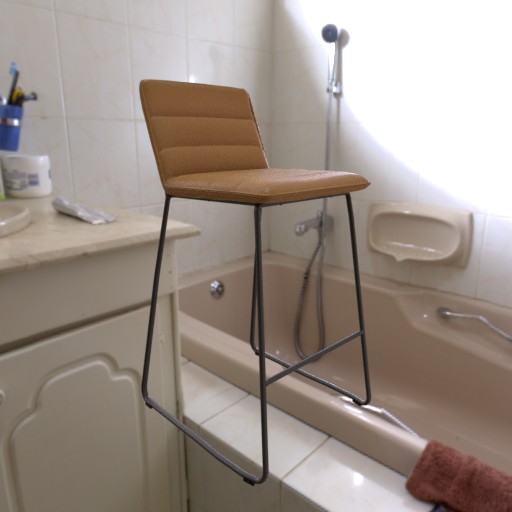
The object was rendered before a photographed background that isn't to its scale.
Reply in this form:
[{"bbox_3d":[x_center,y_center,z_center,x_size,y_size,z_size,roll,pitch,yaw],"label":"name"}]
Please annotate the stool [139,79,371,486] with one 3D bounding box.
[{"bbox_3d":[0.000,0.000,1.230,0.489,0.936,0.524,-14,21,-42],"label":"stool"}]
